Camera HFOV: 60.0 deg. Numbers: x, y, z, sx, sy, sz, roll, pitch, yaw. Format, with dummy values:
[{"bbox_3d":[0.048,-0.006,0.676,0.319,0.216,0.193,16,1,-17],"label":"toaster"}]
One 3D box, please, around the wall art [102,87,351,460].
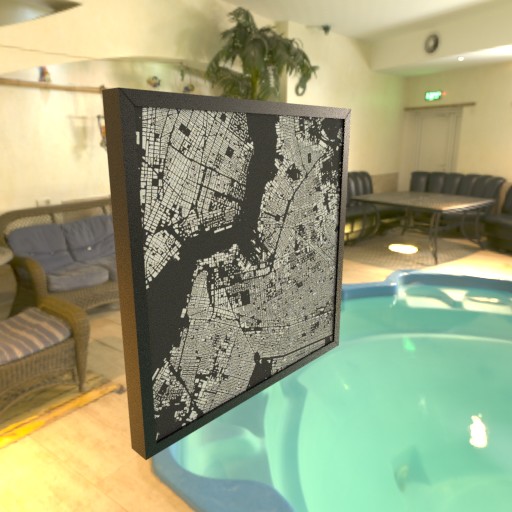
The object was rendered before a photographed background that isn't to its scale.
[{"bbox_3d":[0.000,0.000,0.767,0.038,0.506,0.506,13,20,41],"label":"wall art"}]
